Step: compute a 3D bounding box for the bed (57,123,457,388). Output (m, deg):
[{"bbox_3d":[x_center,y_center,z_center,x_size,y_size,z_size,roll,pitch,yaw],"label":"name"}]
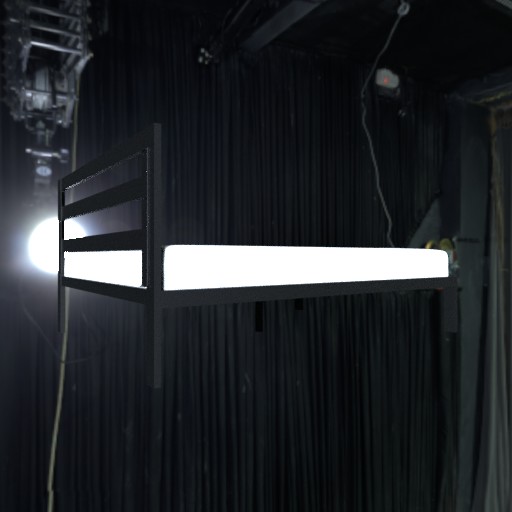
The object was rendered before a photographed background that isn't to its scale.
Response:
[{"bbox_3d":[0.000,0.000,2.827,2.062,0.967,1.524,0,0,-36],"label":"bed"}]
